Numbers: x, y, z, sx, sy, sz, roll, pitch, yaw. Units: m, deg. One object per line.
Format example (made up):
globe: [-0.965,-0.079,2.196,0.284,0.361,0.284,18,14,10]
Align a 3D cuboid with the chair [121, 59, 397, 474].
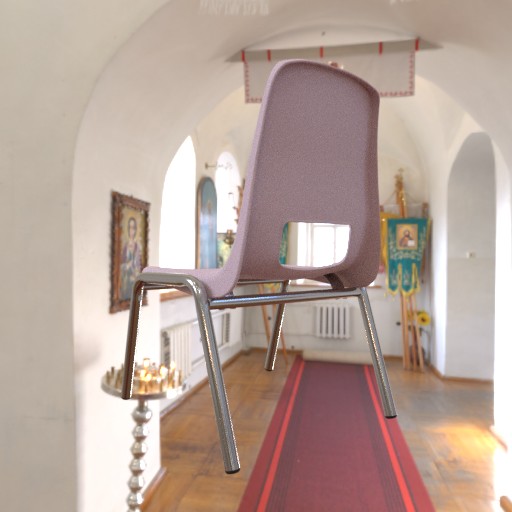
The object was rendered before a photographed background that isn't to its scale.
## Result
chair: [0.000,0.000,0.773,0.354,0.536,0.385,-1,1,-36]
